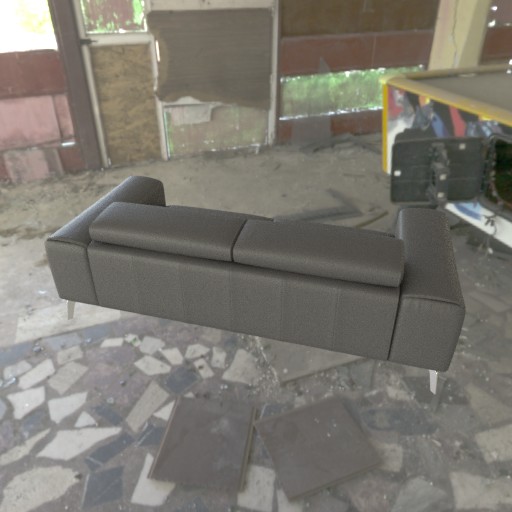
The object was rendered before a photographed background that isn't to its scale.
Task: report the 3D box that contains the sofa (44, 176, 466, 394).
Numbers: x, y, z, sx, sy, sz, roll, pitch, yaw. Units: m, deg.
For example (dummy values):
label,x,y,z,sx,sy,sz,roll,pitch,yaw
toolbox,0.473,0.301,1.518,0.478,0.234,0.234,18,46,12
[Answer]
label,x,y,z,sx,sy,sz,roll,pitch,yaw
sofa,0.000,0.000,2.823,2.321,0.759,1.023,9,34,13
